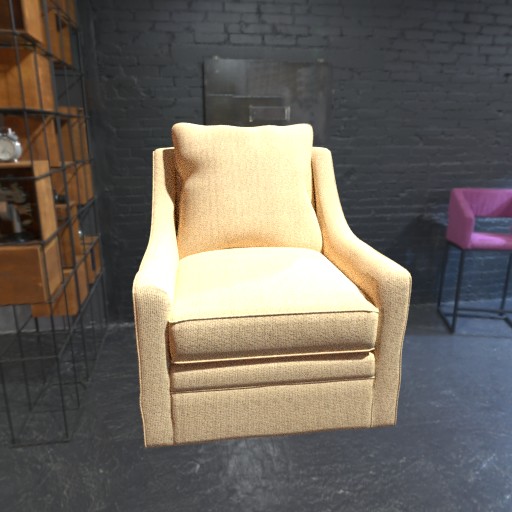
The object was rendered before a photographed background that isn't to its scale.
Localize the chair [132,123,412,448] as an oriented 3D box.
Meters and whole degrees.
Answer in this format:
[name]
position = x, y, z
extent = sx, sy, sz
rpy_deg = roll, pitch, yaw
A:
[chair]
position = 0.000, 0.000, 1.590
extent = 0.760, 0.927, 0.876
rpy_deg = -2, 16, -7
